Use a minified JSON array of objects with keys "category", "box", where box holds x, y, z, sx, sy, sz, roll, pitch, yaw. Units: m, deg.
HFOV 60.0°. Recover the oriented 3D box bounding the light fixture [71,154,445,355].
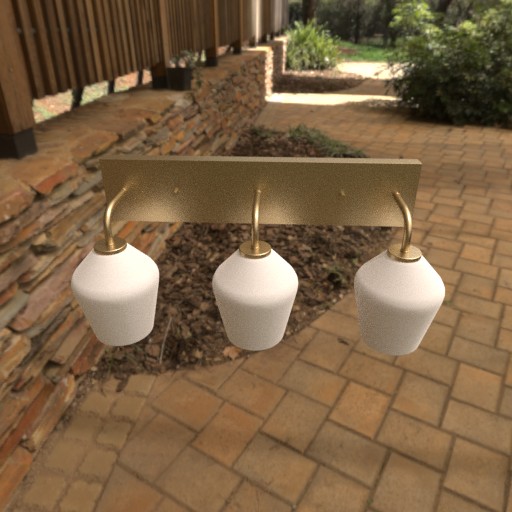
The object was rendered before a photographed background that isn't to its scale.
[{"category":"light fixture","box":[0.000,0.000,0.737,0.609,0.280,0.190,1,29,3]}]
